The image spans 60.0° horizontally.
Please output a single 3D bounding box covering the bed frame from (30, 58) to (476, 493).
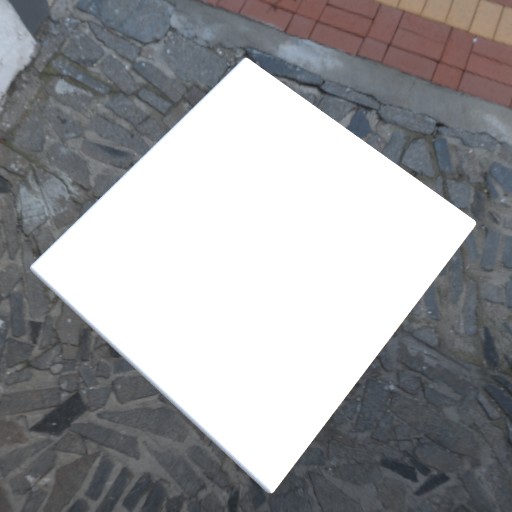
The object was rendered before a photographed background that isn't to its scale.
[{"bbox_3d":[0.000,0.000,2.986,1.935,0.525,2.033,39,78,10],"label":"bed frame"}]
